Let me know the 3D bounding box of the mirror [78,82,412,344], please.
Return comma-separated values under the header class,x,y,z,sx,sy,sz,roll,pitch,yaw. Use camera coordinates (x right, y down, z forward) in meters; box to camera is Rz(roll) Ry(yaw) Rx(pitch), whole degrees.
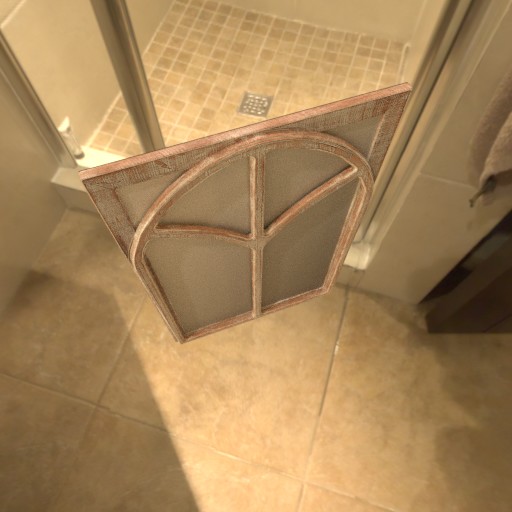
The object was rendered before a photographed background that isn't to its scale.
class,x,y,z,sx,sy,sz,roll,pitch,yaw
mirror,0.000,0.000,0.974,0.495,0.787,0.058,-18,65,-9
